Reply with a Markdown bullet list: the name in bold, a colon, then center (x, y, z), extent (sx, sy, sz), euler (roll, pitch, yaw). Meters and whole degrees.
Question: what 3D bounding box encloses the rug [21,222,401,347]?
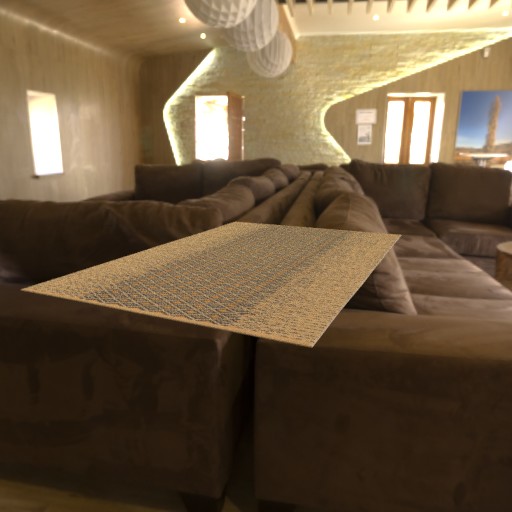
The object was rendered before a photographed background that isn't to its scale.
- **rug**: center (0.000, 0.000, 2.321), extent (1.219, 0.005, 1.828), euler (6, 15, 25)
